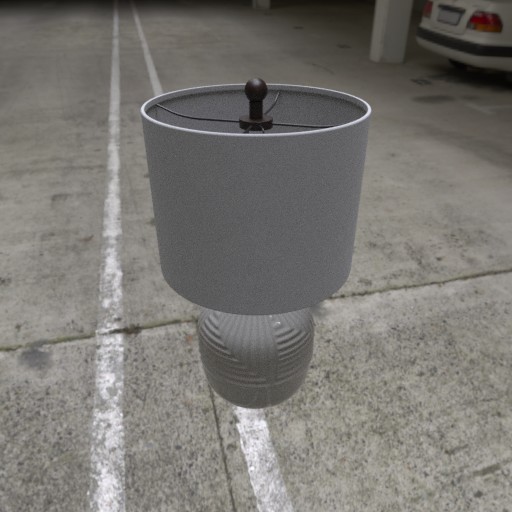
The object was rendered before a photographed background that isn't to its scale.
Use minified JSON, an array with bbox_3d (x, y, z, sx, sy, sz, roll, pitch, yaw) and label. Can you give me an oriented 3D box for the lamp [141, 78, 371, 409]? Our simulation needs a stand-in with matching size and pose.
[{"bbox_3d":[0.000,0.000,0.752,0.318,0.567,0.318,0,31,0],"label":"lamp"}]
